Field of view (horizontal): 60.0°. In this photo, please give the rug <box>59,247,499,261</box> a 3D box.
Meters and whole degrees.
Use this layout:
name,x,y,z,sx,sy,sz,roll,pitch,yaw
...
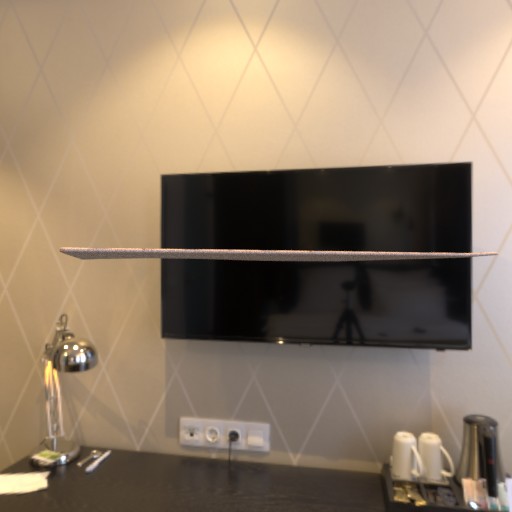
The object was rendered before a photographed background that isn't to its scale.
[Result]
name,x,y,z,sx,sy,sz,roll,pitch,yaw
rug,0.000,0.000,4.006,3.052,0.043,2.453,1,-2,-19
